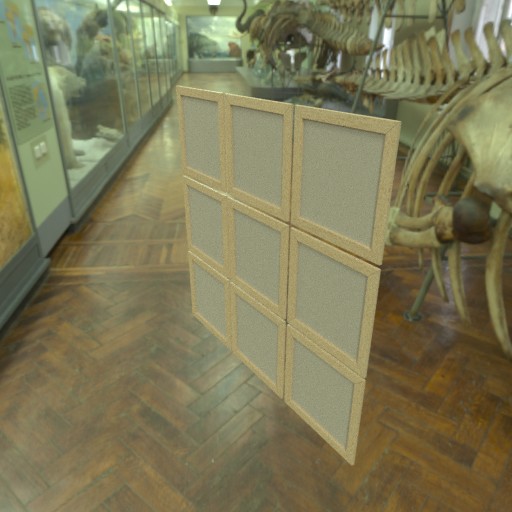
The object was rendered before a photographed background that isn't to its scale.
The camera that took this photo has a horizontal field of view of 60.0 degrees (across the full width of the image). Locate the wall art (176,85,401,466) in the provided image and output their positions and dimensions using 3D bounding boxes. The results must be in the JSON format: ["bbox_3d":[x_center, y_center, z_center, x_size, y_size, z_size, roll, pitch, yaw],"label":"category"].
[{"bbox_3d":[0.000,0.000,2.237,0.014,1.507,1.519,-17,31,-31],"label":"wall art"}]
